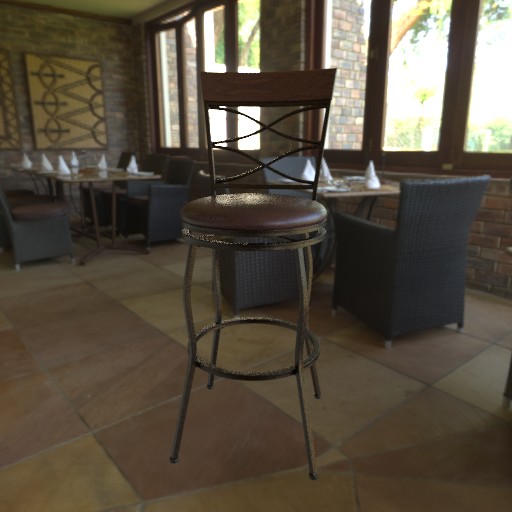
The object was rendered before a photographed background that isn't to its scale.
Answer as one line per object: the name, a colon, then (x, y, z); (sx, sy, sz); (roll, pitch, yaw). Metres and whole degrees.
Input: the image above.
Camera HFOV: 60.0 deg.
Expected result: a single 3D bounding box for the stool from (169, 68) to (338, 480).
stool: (0.000, 0.000, 1.358); (0.448, 1.130, 0.513); (2, 14, 9)
